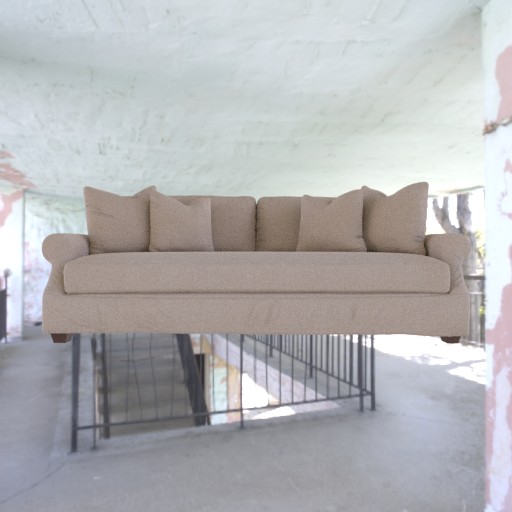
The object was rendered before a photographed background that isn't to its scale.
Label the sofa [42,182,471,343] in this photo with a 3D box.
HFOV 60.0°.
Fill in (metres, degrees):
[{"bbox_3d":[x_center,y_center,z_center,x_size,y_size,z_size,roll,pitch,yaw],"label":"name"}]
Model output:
[{"bbox_3d":[0.000,0.000,2.736,2.285,0.904,1.067,0,-1,0],"label":"sofa"}]
